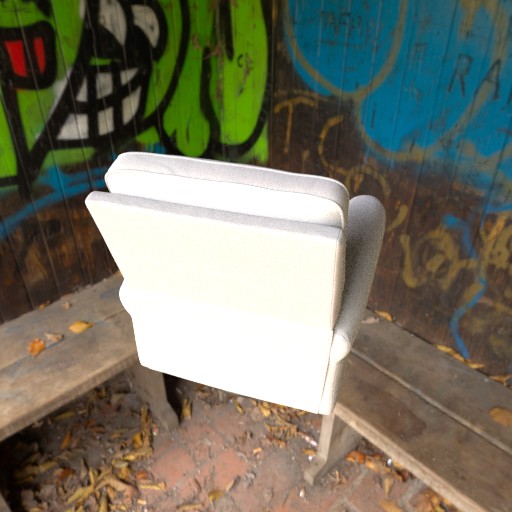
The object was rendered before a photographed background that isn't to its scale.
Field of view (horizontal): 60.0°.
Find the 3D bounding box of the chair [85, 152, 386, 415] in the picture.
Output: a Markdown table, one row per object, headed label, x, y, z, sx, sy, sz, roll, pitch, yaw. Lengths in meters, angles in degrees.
| label | x | y | z | sx | sy | sz | roll | pitch | yaw |
| --- | --- | --- | --- | --- | --- | --- | --- | --- | --- |
| chair | 0.000 | 0.000 | 1.678 | 0.890 | 0.960 | 0.878 | 10 | 34 | 15 |
